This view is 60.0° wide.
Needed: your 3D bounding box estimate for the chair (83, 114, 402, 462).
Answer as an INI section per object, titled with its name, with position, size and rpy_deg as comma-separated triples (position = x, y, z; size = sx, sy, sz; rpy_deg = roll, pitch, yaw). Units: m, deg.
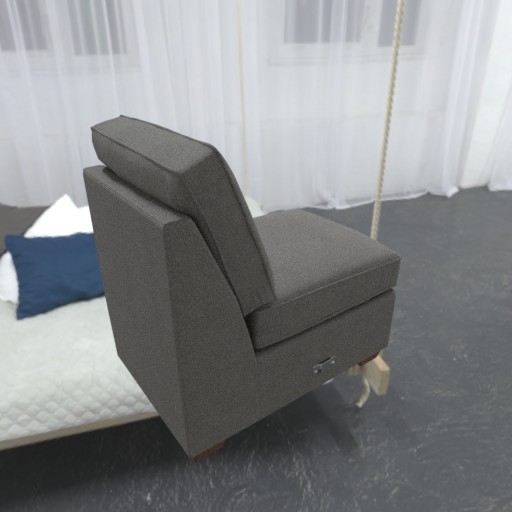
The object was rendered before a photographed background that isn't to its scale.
[chair]
position = 0.000, 0.000, 1.580
size = 0.938, 0.970, 0.621
rpy_deg = -18, 31, -32
